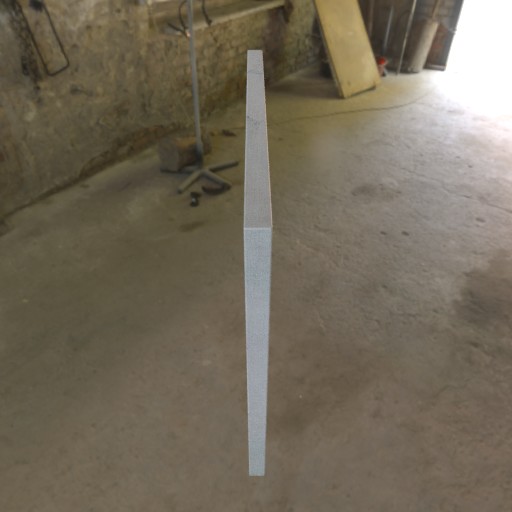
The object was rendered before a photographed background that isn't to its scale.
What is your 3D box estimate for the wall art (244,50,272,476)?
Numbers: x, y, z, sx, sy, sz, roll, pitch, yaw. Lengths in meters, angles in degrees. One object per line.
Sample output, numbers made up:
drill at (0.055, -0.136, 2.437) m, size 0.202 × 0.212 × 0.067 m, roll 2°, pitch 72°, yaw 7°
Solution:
wall art at (0.000, 0.000, 1.119) m, size 0.038 × 0.762 × 0.762 m, roll 0°, pitch 41°, yaw 0°
